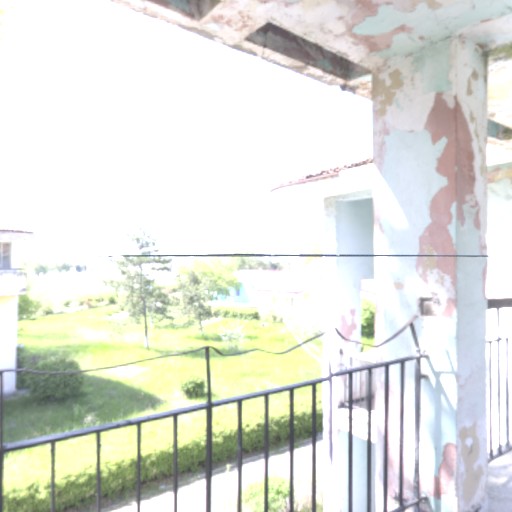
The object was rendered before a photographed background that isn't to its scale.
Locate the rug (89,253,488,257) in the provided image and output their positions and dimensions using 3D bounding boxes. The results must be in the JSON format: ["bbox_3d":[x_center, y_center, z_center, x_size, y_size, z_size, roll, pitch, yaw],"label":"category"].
[{"bbox_3d":[0.000,0.000,3.822,2.277,0.020,2.867,0,0,-36],"label":"rug"}]
